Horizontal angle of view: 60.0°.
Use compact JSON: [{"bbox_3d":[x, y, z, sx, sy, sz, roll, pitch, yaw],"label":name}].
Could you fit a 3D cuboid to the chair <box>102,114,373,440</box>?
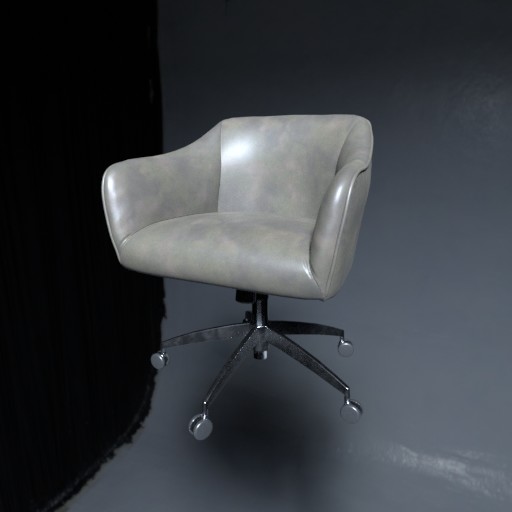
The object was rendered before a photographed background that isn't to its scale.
[{"bbox_3d":[0.000,0.000,1.320,0.713,0.827,0.689,7,16,25],"label":"chair"}]
